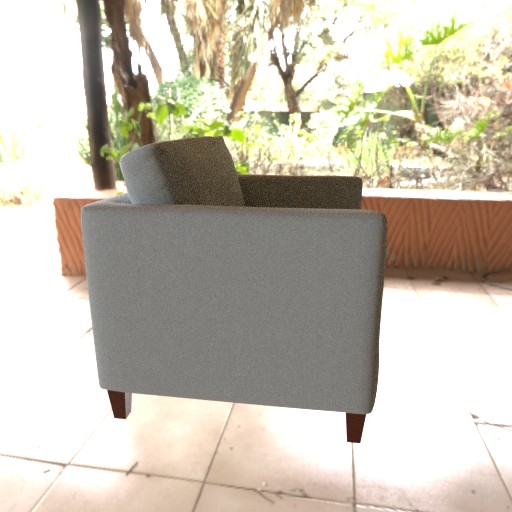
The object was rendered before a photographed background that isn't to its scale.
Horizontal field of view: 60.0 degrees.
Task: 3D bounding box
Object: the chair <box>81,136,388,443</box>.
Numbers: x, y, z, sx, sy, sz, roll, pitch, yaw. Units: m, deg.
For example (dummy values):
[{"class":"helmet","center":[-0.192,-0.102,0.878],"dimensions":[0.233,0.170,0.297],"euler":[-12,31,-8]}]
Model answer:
[{"class":"chair","center":[0.000,0.000,1.851],"dimensions":[0.953,0.961,1.107],"euler":[2,16,9]}]
